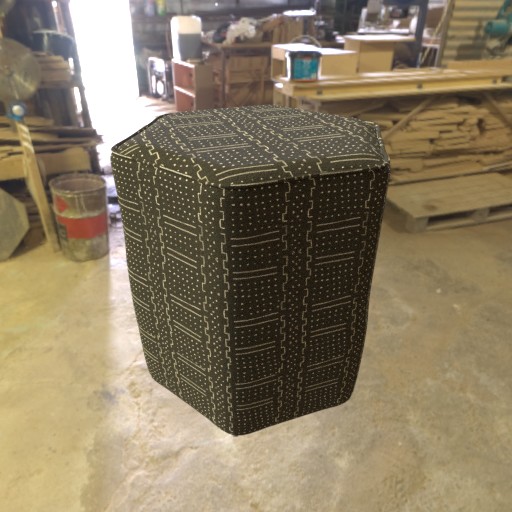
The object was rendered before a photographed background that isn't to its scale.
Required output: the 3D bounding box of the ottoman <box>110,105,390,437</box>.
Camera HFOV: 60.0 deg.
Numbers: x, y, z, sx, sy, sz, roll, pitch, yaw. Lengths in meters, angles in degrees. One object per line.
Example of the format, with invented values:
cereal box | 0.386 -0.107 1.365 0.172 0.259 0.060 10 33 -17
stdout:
ottoman | 0.000 0.000 0.883 0.494 0.502 0.443 -11 32 -18
